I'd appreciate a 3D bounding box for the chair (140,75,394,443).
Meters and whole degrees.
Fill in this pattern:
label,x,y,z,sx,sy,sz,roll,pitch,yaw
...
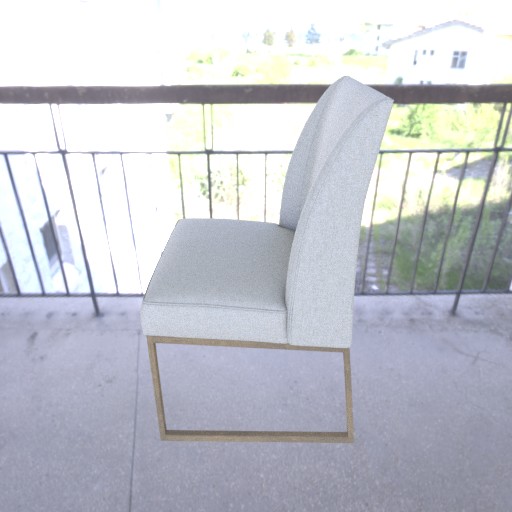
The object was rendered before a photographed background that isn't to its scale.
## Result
label,x,y,z,sx,sy,sz,roll,pitch,yaw
chair,0.000,0.000,1.186,0.522,0.863,0.508,0,27,1
